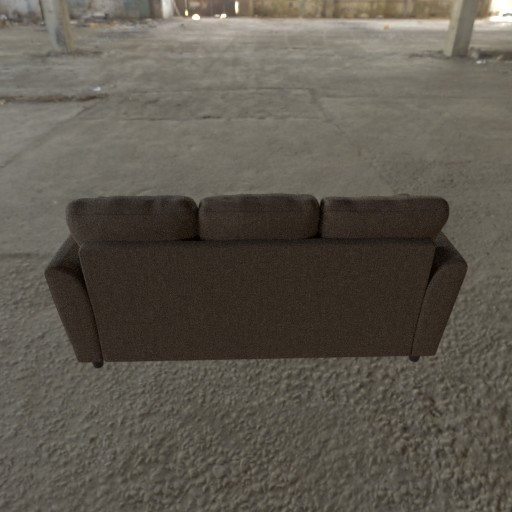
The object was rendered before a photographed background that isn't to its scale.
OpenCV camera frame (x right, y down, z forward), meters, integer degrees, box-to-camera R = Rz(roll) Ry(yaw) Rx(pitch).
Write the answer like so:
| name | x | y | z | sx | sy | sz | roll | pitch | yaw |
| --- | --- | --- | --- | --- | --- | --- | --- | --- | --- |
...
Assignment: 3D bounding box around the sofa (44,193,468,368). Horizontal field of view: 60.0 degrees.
| name | x | y | z | sx | sy | sz | roll | pitch | yaw |
| --- | --- | --- | --- | --- | --- | --- | --- | --- | --- |
| sofa | 0.000 | 0.000 | 2.360 | 1.847 | 0.891 | 0.837 | -1 | 30 | -1 |
